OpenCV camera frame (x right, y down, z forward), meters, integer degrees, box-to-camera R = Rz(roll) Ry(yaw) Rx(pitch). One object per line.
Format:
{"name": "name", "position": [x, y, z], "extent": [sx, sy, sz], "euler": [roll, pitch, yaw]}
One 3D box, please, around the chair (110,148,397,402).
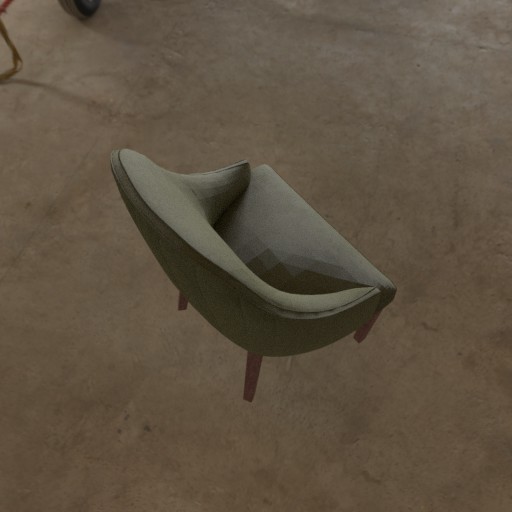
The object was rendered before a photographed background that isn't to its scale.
{"name": "chair", "position": [0.000, 0.000, 1.280], "extent": [0.575, 0.889, 0.643], "euler": [-33, 63, -19]}
